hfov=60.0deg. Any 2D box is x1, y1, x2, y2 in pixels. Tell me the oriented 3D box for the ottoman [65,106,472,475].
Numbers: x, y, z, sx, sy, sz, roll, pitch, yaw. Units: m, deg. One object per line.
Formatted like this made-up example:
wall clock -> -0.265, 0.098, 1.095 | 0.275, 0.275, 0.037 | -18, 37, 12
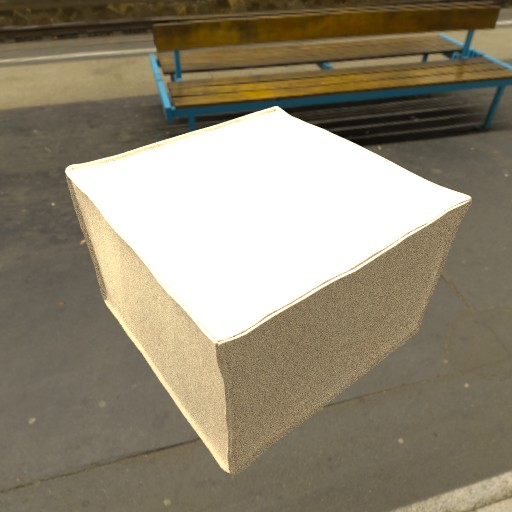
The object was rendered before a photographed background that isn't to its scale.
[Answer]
ottoman -> 0.000, 0.000, 1.147 | 0.696, 0.470, 0.707 | -27, 47, -28
